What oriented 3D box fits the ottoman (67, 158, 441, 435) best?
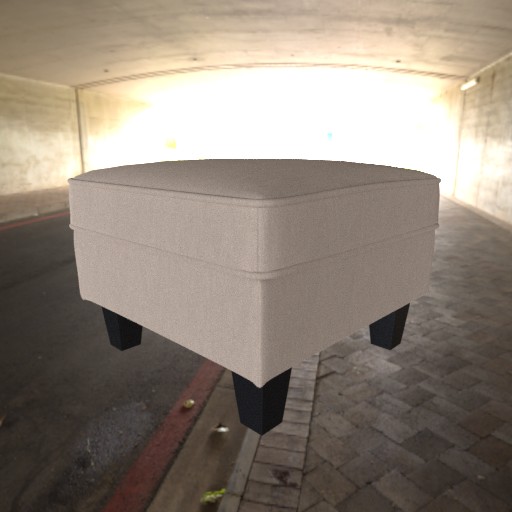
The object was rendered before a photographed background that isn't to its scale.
[{"bbox_3d":[0.000,0.000,1.018,0.613,0.438,0.616,13,19,42],"label":"ottoman"}]
